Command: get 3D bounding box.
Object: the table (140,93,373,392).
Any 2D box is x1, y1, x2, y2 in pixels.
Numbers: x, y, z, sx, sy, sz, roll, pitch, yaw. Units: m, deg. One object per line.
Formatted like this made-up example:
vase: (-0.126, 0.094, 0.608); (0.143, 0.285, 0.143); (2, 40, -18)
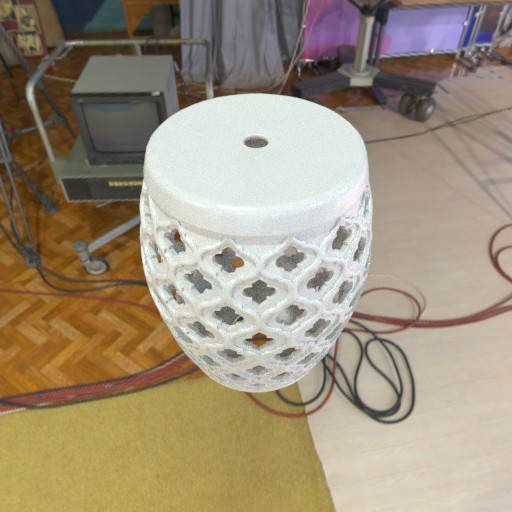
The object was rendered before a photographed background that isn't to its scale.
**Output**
table: (0.000, 0.000, 0.662); (0.325, 0.388, 0.325); (0, 45, 0)
